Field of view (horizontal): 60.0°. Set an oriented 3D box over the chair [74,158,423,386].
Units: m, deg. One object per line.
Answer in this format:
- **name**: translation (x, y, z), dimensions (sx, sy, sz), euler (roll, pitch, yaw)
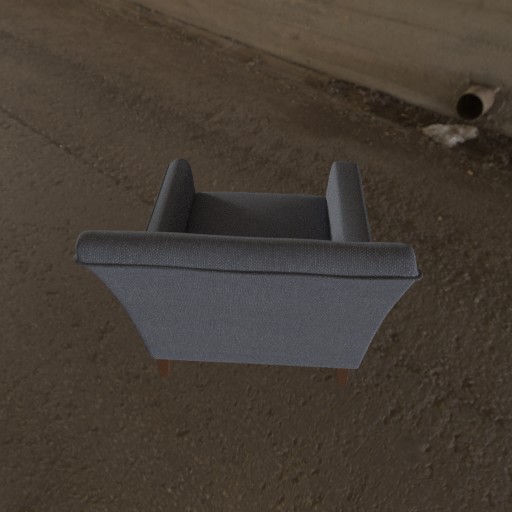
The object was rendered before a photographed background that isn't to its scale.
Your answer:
- **chair**: translation (0.000, 0.000, 1.576), dimensions (0.780, 0.919, 0.899), euler (2, 47, 2)
